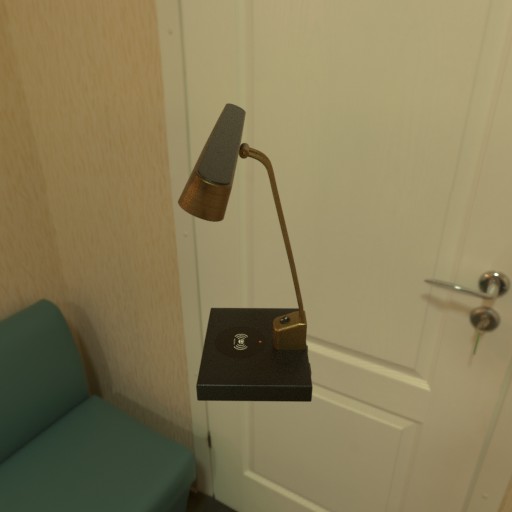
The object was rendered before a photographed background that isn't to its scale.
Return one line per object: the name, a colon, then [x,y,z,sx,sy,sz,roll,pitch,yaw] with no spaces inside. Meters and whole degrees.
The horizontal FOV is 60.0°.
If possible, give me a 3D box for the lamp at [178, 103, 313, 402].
lamp: [0.000,0.000,0.603,0.156,0.345,0.412,0,27,1]
